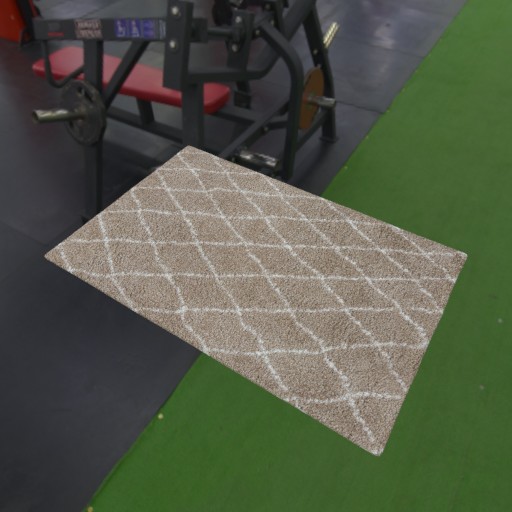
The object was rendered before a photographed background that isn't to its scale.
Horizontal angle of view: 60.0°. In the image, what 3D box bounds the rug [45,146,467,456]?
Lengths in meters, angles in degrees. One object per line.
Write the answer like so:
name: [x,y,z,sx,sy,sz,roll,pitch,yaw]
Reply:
rug: [0.000,0.000,3.413,2.743,0.030,1.778,25,52,21]
